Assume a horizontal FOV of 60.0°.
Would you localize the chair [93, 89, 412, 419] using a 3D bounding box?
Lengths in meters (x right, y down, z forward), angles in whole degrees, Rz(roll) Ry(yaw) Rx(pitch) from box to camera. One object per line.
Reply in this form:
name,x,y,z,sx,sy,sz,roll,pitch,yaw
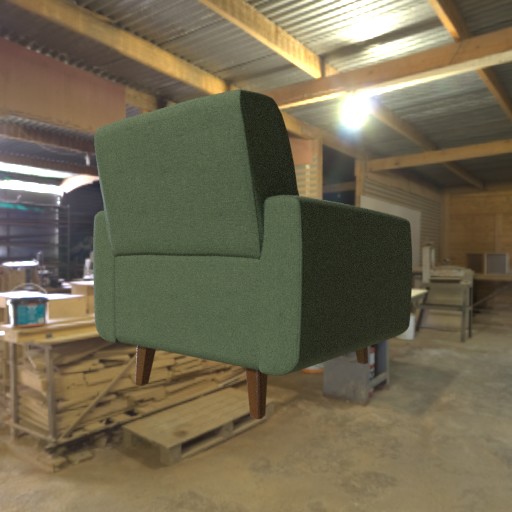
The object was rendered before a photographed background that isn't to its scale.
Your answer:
chair,0.000,0.000,1.563,0.831,0.841,0.909,1,1,37
